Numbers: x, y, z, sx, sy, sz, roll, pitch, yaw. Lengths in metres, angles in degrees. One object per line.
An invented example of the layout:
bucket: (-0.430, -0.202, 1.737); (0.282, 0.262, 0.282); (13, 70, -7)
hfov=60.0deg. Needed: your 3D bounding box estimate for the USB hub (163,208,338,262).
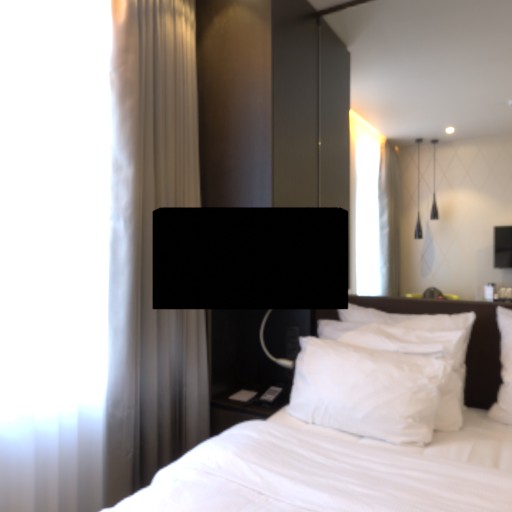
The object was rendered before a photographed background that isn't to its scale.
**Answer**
USB hub: (0.000, 0.000, 0.159); (0.044, 0.023, 0.145); (0, 0, 1)
